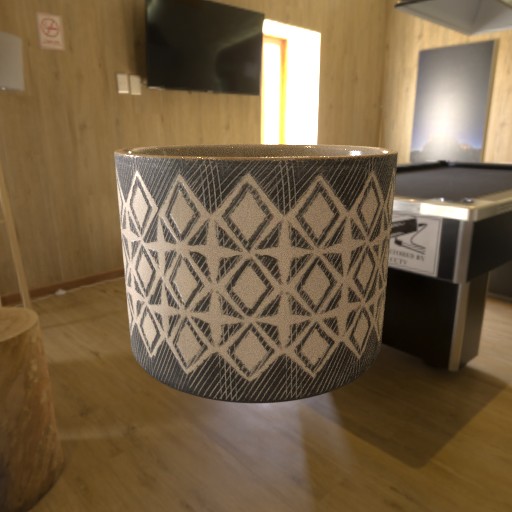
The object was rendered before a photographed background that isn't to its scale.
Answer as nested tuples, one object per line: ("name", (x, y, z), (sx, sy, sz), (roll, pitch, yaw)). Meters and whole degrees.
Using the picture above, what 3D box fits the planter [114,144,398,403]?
("planter", (0.000, 0.000, 0.221), (0.126, 0.104, 0.126), (0, 16, 0))
